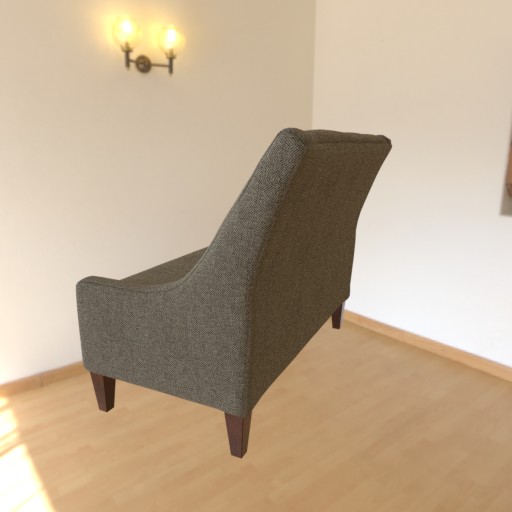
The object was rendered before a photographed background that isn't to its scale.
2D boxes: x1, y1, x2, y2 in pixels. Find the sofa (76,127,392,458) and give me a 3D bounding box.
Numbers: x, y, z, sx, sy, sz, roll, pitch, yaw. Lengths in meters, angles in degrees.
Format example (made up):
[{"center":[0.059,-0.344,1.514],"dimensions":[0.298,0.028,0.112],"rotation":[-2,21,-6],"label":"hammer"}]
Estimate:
[{"center":[0.000,0.000,1.901],"dimensions":[0.870,1.021,1.242],"rotation":[7,16,25],"label":"sofa"}]
